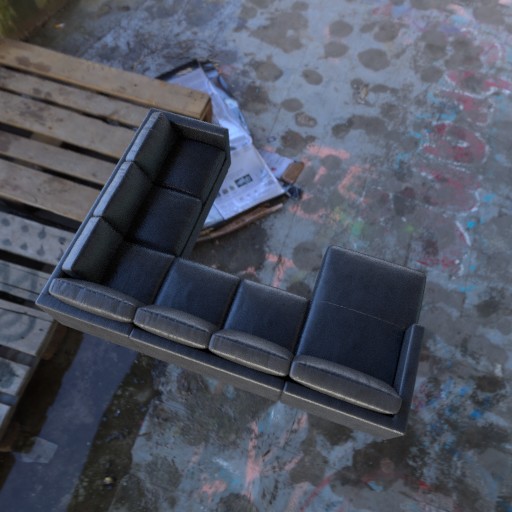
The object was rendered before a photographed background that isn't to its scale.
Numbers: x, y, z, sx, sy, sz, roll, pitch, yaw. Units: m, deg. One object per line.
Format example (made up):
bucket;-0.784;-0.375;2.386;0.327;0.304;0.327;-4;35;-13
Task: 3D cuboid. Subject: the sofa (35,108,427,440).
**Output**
sofa;0.000;0.000;4.455;3.324;0.891;2.452;17;65;8
